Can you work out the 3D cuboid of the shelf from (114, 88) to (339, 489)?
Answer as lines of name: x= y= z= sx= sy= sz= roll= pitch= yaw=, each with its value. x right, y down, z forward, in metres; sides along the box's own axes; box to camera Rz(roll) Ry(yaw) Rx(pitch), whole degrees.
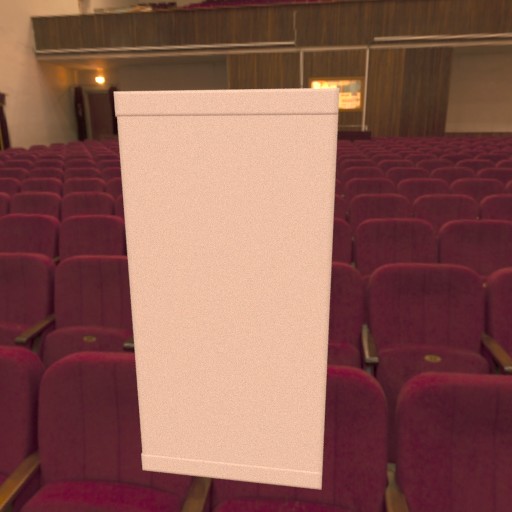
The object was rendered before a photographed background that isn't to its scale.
shelf: x=0.000 y=0.000 z=1.228 sx=0.390 sy=0.786 sz=0.790 roll=2 pitch=15 yaw=8
